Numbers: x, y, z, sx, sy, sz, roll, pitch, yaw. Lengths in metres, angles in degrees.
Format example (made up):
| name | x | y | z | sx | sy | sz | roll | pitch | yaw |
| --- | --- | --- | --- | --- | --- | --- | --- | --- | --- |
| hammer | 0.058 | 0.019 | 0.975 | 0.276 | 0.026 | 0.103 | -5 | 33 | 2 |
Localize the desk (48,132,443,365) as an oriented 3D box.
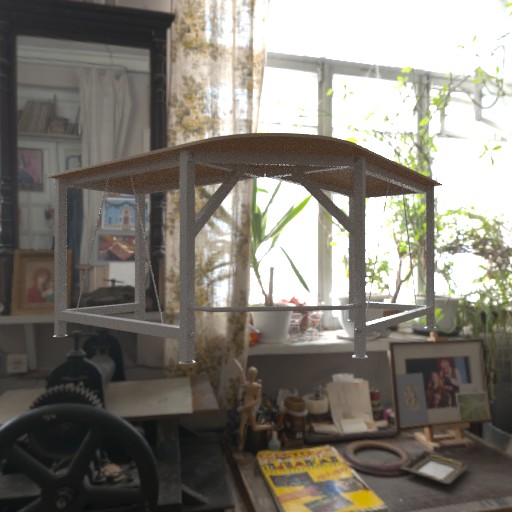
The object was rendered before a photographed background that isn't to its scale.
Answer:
| name | x | y | z | sx | sy | sz | roll | pitch | yaw |
| --- | --- | --- | --- | --- | --- | --- | --- | --- | --- |
| desk | 0.000 | 0.000 | 2.210 | 1.400 | 0.762 | 1.400 | 0 | 0 | 38 |
